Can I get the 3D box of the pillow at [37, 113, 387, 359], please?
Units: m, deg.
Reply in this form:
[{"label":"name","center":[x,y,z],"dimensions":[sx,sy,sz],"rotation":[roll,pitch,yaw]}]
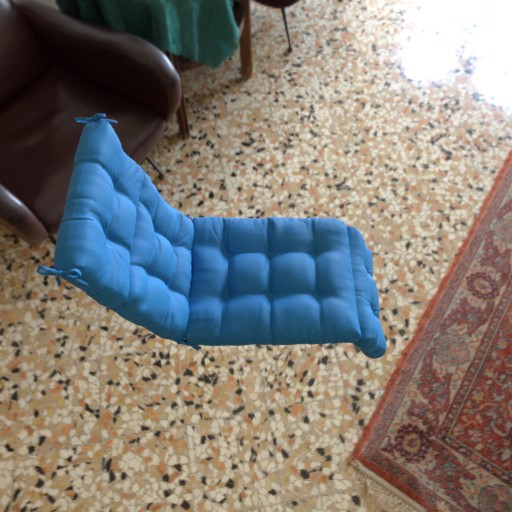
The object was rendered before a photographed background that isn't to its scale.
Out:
[{"label":"pillow","center":[0.000,0.000,1.491],"dimensions":[1.016,0.863,0.526],"rotation":[-1,62,0]}]
